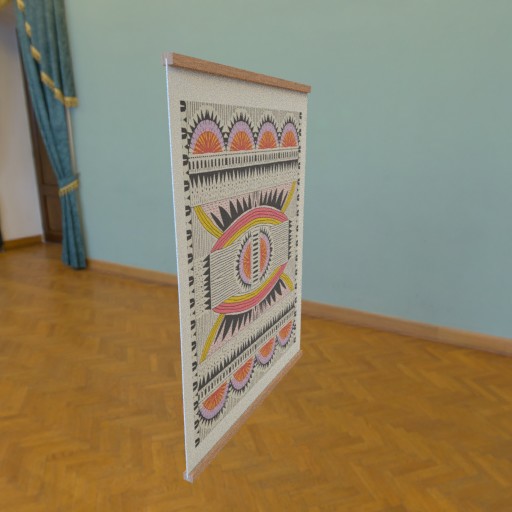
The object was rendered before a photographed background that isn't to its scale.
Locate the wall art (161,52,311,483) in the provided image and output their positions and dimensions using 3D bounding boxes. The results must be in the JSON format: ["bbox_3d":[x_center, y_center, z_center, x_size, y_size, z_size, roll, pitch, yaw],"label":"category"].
[{"bbox_3d":[0.000,0.000,1.329,0.028,1.016,0.765,8,18,26],"label":"wall art"}]
